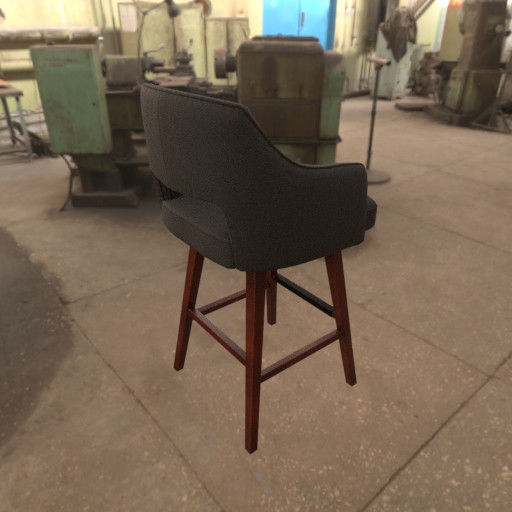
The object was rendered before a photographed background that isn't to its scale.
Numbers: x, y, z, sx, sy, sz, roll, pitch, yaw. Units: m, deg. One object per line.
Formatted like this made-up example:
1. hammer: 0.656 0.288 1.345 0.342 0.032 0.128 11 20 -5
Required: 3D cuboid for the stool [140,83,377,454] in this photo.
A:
1. stool: 0.000 0.000 1.360 0.558 1.012 0.548 -20 34 -33
